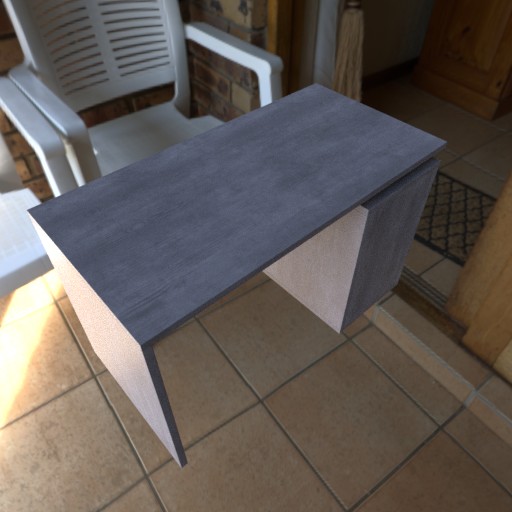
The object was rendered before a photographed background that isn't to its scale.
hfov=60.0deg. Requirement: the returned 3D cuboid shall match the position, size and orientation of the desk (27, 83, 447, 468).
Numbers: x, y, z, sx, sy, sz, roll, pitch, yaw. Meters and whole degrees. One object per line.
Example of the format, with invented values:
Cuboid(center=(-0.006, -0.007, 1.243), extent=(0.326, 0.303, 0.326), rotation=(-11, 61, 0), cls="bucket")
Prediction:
Cuboid(center=(0.000, 0.000, 1.638), extent=(1.200, 0.740, 0.600), rotation=(-33, 54, -28), cls="desk")
